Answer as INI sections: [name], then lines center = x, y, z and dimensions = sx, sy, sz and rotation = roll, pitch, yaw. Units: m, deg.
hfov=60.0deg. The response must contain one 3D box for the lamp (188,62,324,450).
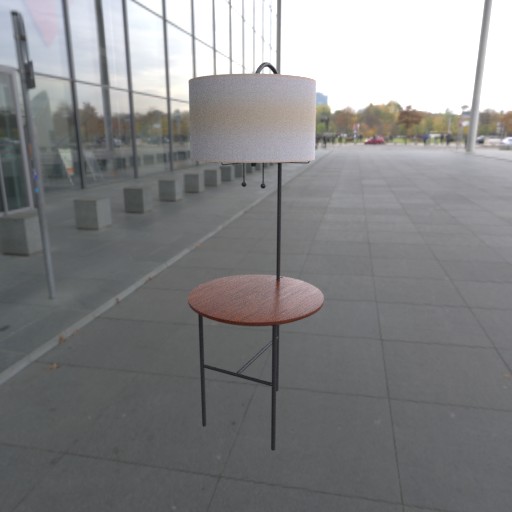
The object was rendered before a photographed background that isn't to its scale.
[lamp]
center = 0.000, 0.000, 1.842
dimensions = 0.573, 1.517, 0.573
rotation = 0, 15, 0
